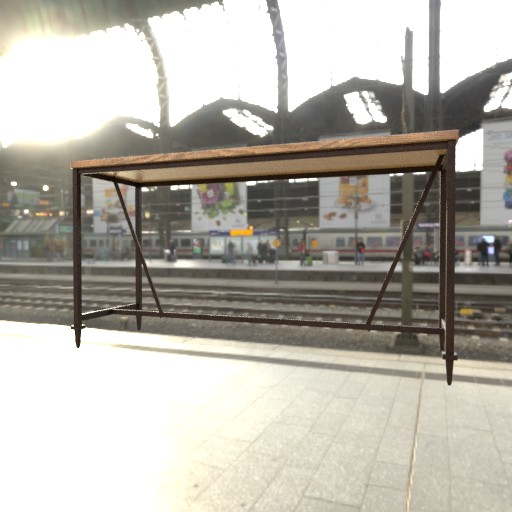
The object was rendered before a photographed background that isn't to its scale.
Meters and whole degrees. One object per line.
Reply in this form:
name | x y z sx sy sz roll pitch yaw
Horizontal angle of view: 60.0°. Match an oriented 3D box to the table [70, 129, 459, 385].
table | 0.000 0.000 2.092 1.700 0.902 0.551 0 1 20
